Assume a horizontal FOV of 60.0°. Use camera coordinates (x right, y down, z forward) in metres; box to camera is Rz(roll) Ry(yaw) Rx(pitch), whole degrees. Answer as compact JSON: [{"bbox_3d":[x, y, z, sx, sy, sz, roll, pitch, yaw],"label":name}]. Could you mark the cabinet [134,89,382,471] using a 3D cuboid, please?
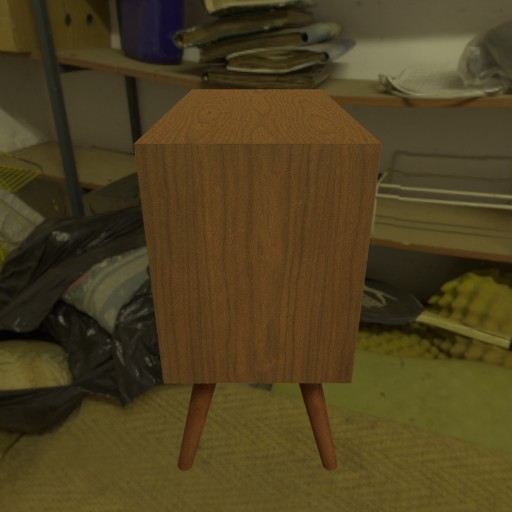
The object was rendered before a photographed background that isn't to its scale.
[{"bbox_3d":[0.000,0.000,1.169,0.388,0.748,0.712,0,27,0],"label":"cabinet"}]
